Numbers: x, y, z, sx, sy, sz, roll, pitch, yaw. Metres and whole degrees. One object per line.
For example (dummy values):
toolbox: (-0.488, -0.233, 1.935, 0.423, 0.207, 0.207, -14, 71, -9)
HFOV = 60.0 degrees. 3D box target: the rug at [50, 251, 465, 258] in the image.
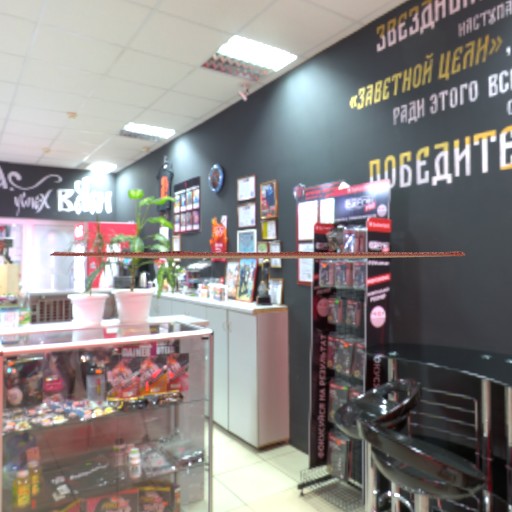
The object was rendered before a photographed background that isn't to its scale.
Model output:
rug: (0.000, 0.000, 4.109, 2.429, 0.030, 3.052, 0, -1, -1)
